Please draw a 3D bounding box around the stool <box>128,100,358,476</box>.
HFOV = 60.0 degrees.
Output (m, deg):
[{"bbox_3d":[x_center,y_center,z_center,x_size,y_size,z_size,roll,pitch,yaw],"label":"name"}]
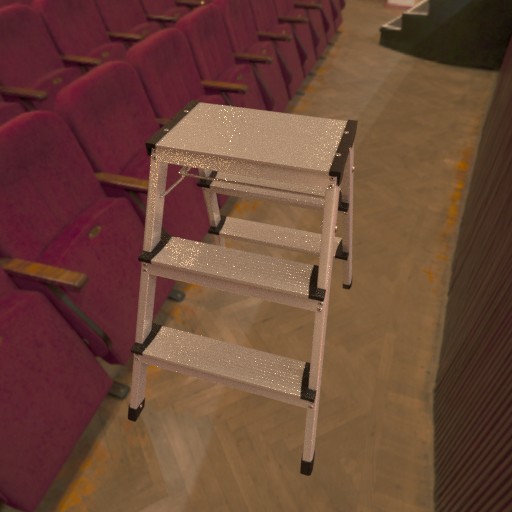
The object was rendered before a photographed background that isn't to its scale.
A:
[{"bbox_3d":[0.000,0.000,1.009,0.437,0.605,0.622,12,42,13],"label":"stool"}]
